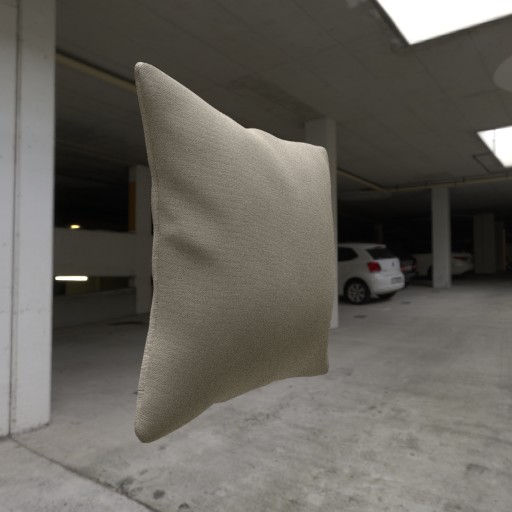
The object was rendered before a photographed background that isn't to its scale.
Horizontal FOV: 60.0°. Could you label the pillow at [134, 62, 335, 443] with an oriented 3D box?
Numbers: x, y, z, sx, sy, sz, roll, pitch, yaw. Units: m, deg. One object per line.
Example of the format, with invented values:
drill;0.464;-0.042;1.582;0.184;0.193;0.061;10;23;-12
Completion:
pillow;0.000;0.000;0.653;0.162;0.420;0.437;-2;-3;37
